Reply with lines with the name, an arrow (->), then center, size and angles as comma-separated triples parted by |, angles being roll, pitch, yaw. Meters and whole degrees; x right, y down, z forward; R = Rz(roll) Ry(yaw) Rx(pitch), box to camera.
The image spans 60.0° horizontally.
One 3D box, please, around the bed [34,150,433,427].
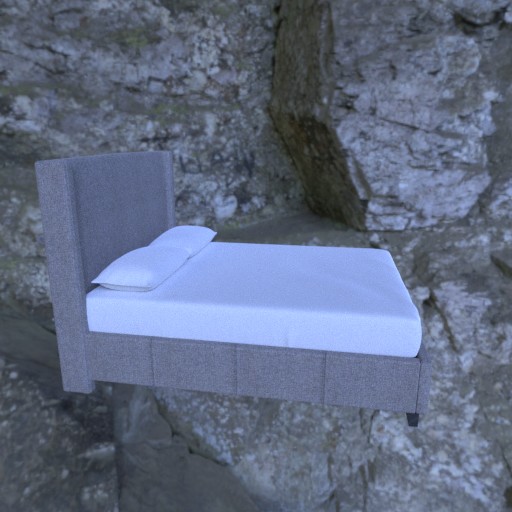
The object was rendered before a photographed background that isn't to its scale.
bed -> 0.000, 0.000, 3.302 | 2.245, 1.476, 1.714 | 3, 15, 10
